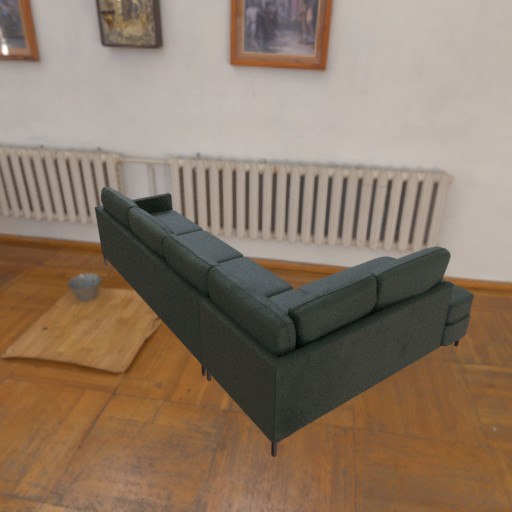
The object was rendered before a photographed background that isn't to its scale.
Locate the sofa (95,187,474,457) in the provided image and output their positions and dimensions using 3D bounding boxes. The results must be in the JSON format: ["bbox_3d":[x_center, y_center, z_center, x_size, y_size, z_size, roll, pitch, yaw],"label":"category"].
[{"bbox_3d":[0.000,0.000,4.341,2.048,0.996,3.384,-17,31,-31],"label":"sofa"}]
